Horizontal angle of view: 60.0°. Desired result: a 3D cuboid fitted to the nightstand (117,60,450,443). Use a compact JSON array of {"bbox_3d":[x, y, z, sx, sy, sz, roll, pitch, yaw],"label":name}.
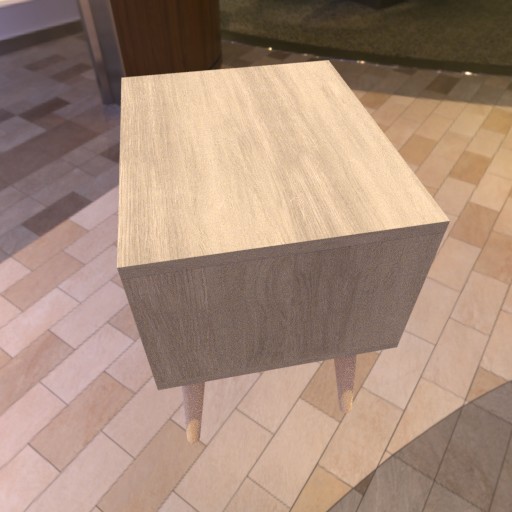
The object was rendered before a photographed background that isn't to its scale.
[{"bbox_3d":[0.000,0.000,0.813,0.380,0.500,0.450,-8,47,-8],"label":"nightstand"}]
